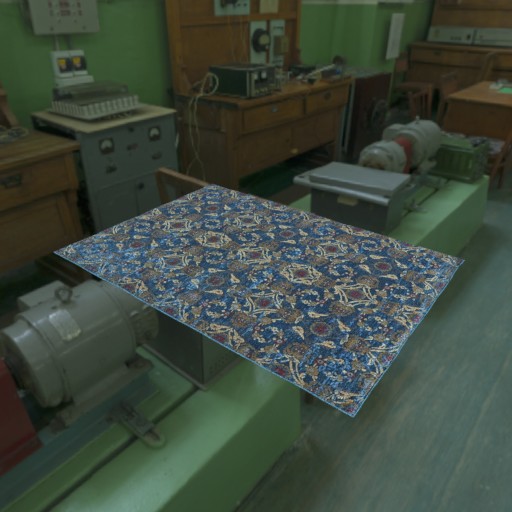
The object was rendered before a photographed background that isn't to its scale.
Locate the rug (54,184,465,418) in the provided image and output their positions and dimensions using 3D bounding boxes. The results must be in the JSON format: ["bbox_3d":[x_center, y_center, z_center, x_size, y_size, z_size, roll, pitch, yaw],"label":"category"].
[{"bbox_3d":[0.000,0.000,4.345,3.291,0.013,2.337,21,37,32],"label":"rug"}]
